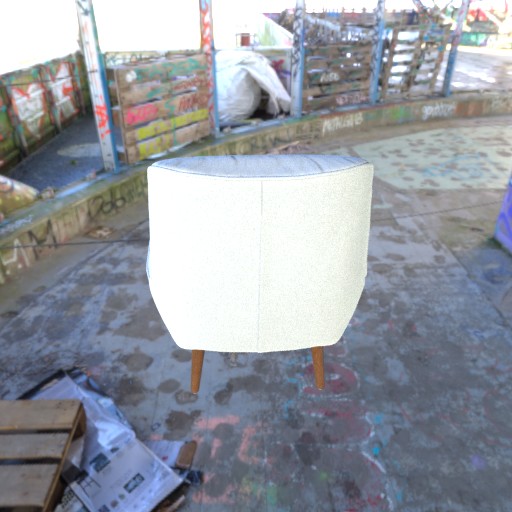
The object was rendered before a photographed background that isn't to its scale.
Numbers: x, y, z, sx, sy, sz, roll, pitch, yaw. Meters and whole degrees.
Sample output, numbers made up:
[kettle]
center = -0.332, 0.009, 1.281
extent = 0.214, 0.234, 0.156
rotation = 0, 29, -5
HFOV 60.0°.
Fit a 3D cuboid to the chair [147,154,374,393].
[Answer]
[chair]
center = 0.000, 0.000, 1.492
extent = 0.787, 0.888, 0.822
rotation = -1, 30, -2
